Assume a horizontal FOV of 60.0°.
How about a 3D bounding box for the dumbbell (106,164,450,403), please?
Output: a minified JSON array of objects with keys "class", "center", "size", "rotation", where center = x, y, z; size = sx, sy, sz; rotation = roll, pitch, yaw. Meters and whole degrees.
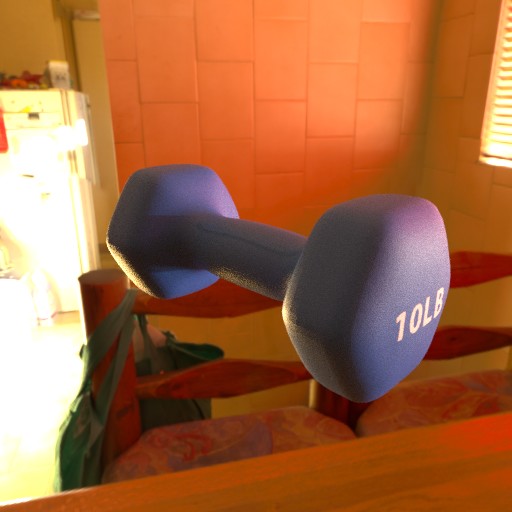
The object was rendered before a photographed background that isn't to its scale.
[{"class":"dumbbell","center":[0.000,0.000,0.267],"size":[0.103,0.093,0.212],"rotation":[-17,25,-41]}]
